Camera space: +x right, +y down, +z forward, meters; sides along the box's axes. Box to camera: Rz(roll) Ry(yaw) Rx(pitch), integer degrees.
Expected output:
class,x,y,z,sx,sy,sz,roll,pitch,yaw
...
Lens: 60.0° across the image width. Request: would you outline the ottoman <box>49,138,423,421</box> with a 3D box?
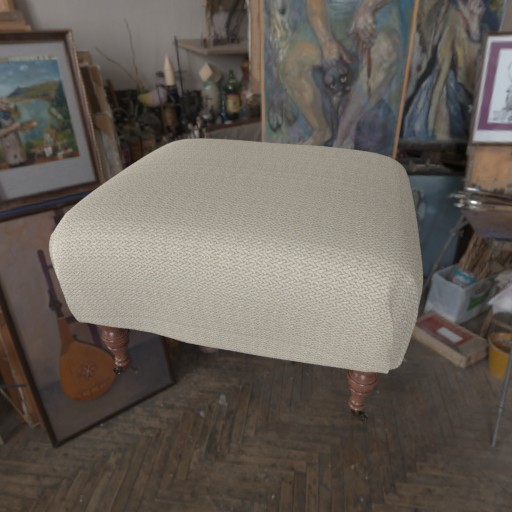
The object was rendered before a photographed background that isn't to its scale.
class,x,y,z,sx,sy,sz,roll,pitch,yaw
ottoman,0.000,0.000,1.046,0.684,0.447,0.622,7,31,12
